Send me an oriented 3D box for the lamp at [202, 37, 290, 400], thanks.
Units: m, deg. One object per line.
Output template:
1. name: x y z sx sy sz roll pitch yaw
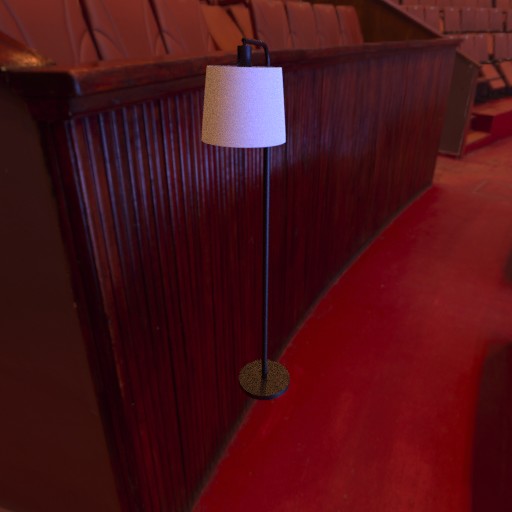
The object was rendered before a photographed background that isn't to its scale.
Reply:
1. lamp: 0.000 0.000 1.666 0.254 1.478 0.508 8 29 15
